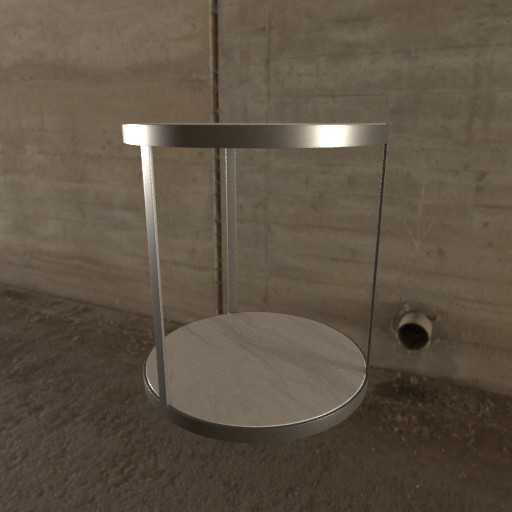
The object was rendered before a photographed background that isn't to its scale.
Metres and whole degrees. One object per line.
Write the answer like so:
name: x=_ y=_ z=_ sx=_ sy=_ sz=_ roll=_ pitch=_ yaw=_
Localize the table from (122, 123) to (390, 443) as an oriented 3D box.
table: x=0.000 y=0.000 z=0.836 sx=0.445 sy=0.479 sz=0.445 roll=0 pitch=17 yaw=0
